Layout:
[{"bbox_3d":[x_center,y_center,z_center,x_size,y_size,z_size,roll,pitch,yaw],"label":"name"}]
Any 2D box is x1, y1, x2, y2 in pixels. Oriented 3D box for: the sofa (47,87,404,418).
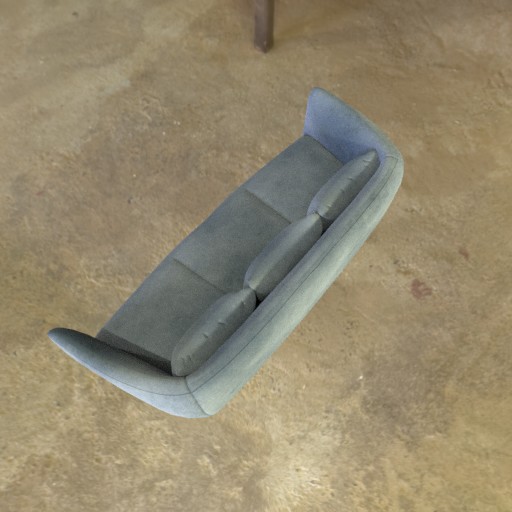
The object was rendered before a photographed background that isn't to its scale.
[{"bbox_3d":[0.000,0.000,2.548,0.849,0.795,2.095,37,69,17],"label":"sofa"}]
